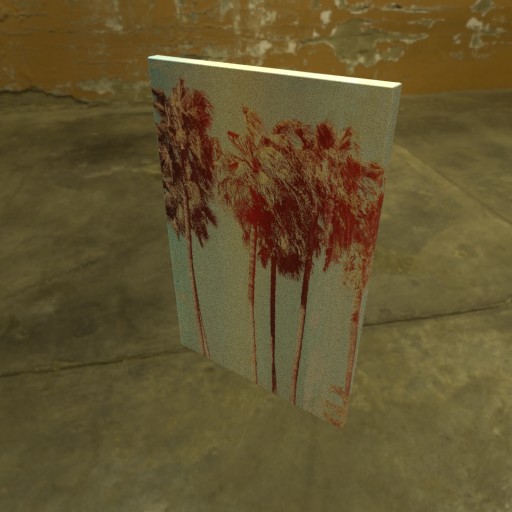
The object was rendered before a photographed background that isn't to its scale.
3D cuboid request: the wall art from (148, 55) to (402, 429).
[{"bbox_3d":[0.000,0.000,1.156,0.605,0.915,0.037,20,37,29],"label":"wall art"}]
